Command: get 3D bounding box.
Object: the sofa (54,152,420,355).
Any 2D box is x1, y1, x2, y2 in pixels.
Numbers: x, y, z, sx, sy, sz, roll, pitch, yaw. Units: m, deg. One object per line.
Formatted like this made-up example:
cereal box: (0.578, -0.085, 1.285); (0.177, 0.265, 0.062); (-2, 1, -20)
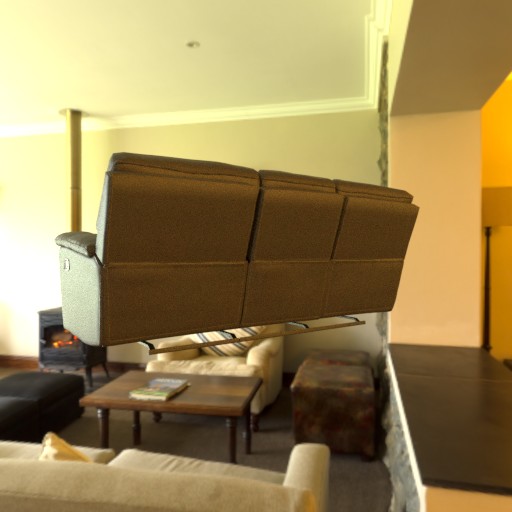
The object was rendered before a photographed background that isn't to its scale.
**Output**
sofa: (0.000, 0.000, 3.301); (2.627, 1.134, 1.104); (0, 1, -36)
